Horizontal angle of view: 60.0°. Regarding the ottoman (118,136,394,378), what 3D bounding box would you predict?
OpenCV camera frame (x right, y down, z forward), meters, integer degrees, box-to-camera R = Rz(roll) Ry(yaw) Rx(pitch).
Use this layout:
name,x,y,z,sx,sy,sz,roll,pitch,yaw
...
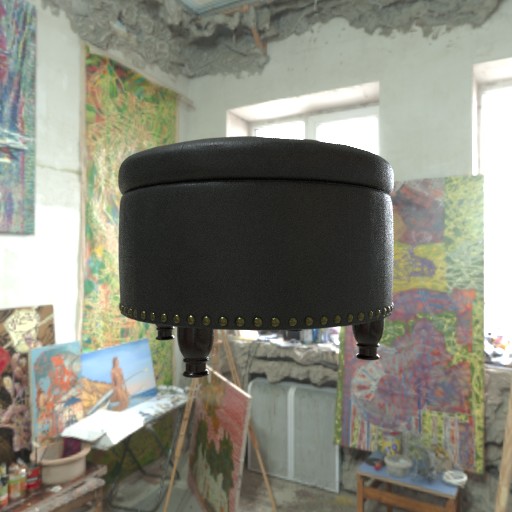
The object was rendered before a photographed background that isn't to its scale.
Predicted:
name,x,y,z,sx,sy,sz,roll,pitch,yaw
ottoman,0.000,0.000,1.072,0.637,0.442,0.637,0,0,0
